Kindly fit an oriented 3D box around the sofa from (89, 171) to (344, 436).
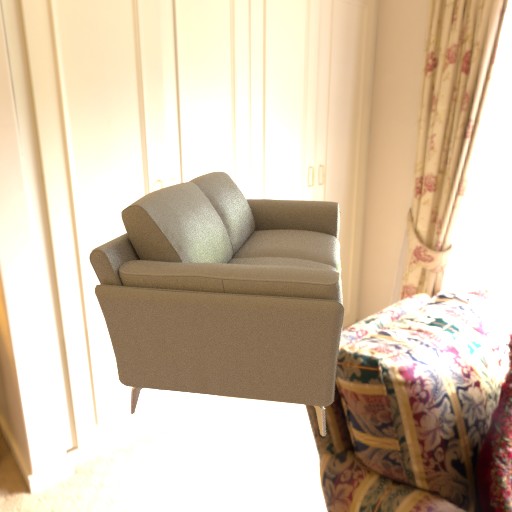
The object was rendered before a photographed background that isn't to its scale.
[{"bbox_3d":[0.000,0.000,2.742,1.049,0.930,2.101,3,16,10],"label":"sofa"}]
